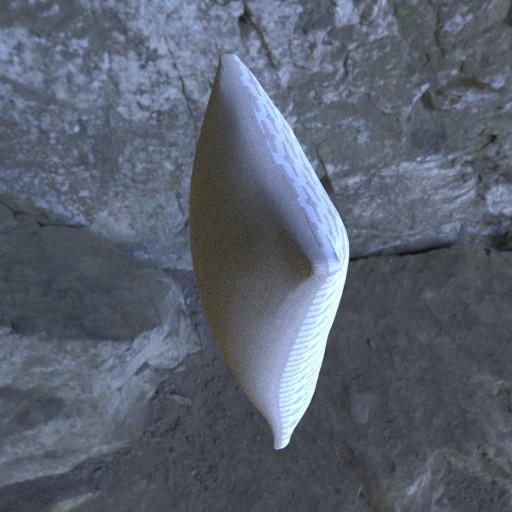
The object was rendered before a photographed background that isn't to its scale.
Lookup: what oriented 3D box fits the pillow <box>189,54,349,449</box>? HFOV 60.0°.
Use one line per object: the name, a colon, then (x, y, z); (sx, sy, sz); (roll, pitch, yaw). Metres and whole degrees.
pillow: (0.000, 0.000, 0.769); (0.219, 0.491, 0.496); (-10, 49, -9)
